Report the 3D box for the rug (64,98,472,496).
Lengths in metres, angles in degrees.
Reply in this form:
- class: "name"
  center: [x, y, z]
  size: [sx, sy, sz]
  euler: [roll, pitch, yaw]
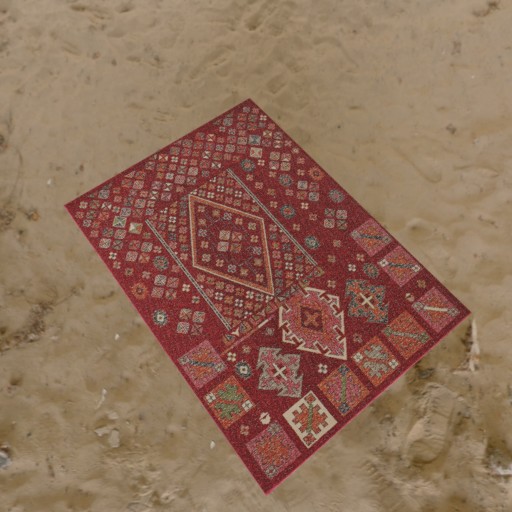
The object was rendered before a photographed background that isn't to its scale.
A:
- class: "rug"
  center: [0.000, 0.000, 4.265]
  size: [2.389, 0.011, 3.306]
  euler: [-35, 69, -15]
